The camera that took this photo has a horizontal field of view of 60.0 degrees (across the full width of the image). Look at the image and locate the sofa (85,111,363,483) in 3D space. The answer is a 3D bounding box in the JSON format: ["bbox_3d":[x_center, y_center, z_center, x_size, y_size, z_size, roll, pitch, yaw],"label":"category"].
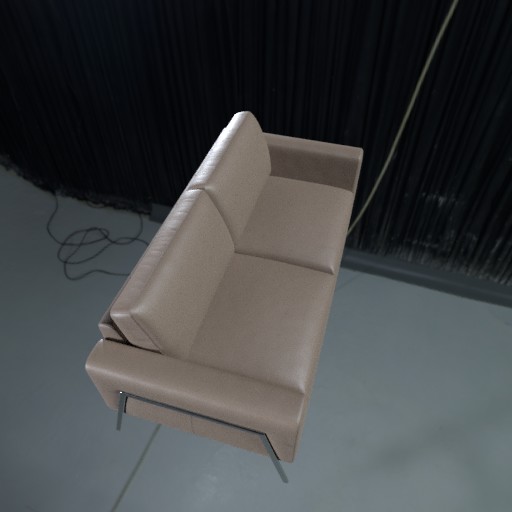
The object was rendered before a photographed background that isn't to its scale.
[{"bbox_3d":[0.000,0.000,2.571,0.953,0.875,2.017,12,48,11],"label":"sofa"}]
